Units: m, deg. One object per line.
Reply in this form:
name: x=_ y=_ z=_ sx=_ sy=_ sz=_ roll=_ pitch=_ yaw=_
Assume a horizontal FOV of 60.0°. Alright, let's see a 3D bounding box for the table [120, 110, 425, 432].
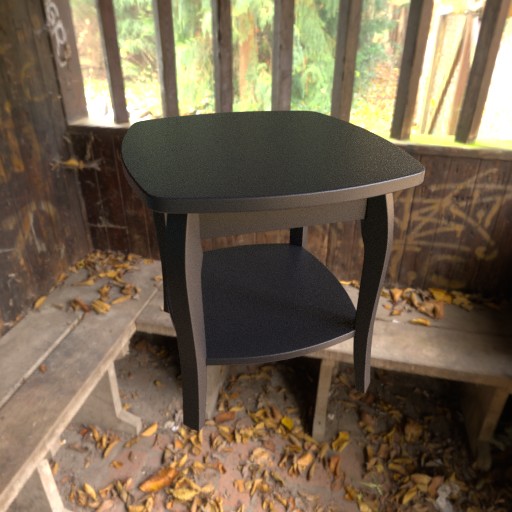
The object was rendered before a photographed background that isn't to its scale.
table: x=0.000 y=0.000 z=0.882 sx=0.457 sy=0.457 sz=0.508 roll=-8 pitch=30 yaw=-14
